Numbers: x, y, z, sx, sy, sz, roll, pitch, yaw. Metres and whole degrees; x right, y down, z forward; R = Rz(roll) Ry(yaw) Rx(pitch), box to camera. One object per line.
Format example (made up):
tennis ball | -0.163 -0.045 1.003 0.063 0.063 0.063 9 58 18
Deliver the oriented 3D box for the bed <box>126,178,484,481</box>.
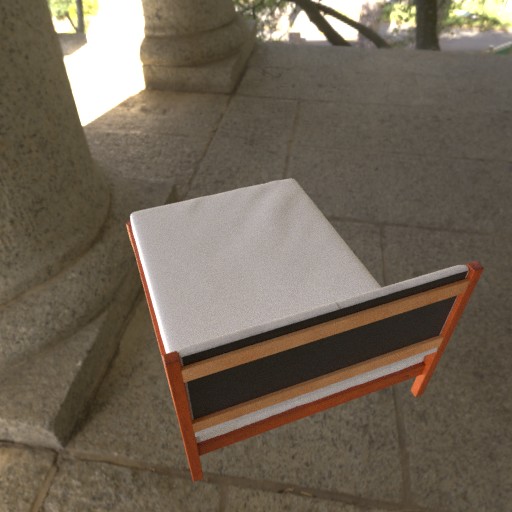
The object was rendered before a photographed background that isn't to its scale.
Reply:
bed | 0.000 0.000 3.052 1.566 1.165 2.117 -14 45 -15
